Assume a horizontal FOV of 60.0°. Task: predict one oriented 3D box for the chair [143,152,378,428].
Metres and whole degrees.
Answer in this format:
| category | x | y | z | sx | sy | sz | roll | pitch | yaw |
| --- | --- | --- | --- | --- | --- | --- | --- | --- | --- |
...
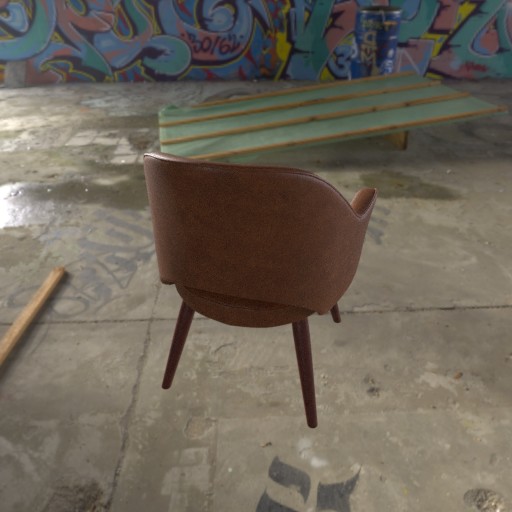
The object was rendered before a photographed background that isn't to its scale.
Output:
| category | x | y | z | sx | sy | sz | roll | pitch | yaw |
| --- | --- | --- | --- | --- | --- | --- | --- | --- | --- |
| chair | 0.000 | 0.000 | 1.236 | 0.591 | 0.777 | 0.640 | 10 | 34 | 15 |
